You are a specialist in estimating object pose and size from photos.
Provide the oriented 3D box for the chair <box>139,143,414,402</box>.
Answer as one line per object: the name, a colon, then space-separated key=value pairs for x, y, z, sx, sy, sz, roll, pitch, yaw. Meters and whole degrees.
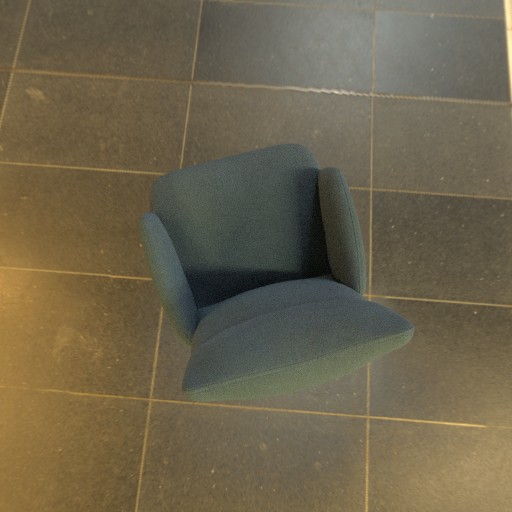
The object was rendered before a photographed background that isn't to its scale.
chair: x=0.000 y=0.000 z=1.548 sx=0.711 sy=1.016 sz=0.889 roll=-15 pitch=76 yaw=-4
